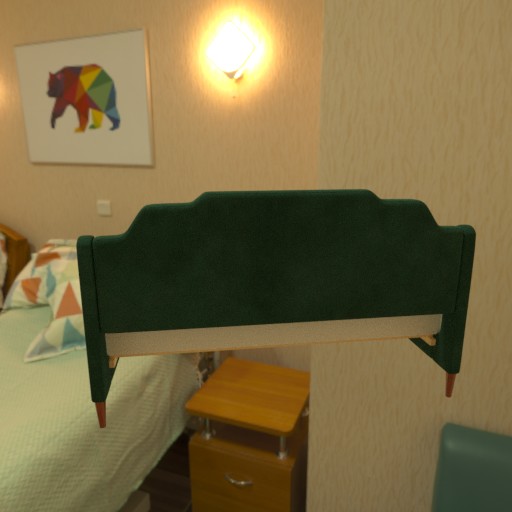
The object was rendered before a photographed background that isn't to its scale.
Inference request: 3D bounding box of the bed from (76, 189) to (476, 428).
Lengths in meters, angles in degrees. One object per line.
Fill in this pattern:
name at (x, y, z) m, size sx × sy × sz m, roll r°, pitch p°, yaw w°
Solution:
bed at (0.000, 0.000, 3.451) m, size 2.074 × 1.245 × 2.340 m, roll -2°, pitch 14°, yaw -8°
